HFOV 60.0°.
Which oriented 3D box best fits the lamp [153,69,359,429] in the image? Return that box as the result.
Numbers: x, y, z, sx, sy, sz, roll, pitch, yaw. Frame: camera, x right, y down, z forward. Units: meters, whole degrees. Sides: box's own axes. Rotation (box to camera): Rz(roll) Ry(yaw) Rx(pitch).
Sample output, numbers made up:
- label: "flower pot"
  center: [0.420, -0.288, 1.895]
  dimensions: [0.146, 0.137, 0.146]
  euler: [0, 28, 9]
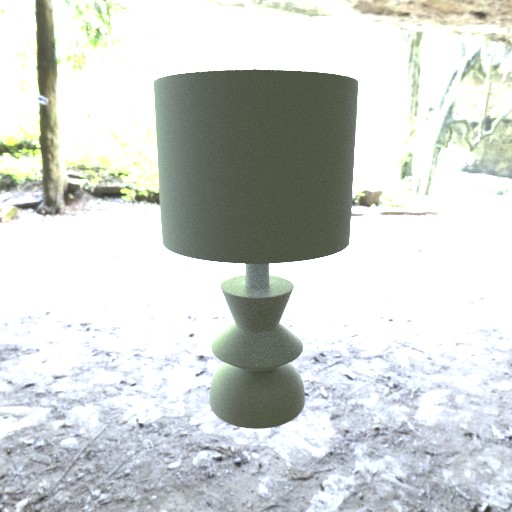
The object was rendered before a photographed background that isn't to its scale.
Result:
- label: "lamp"
  center: [0.000, 0.000, 0.732]
  dimensions: [0.301, 0.533, 0.301]
  euler: [-14, 21, -42]
